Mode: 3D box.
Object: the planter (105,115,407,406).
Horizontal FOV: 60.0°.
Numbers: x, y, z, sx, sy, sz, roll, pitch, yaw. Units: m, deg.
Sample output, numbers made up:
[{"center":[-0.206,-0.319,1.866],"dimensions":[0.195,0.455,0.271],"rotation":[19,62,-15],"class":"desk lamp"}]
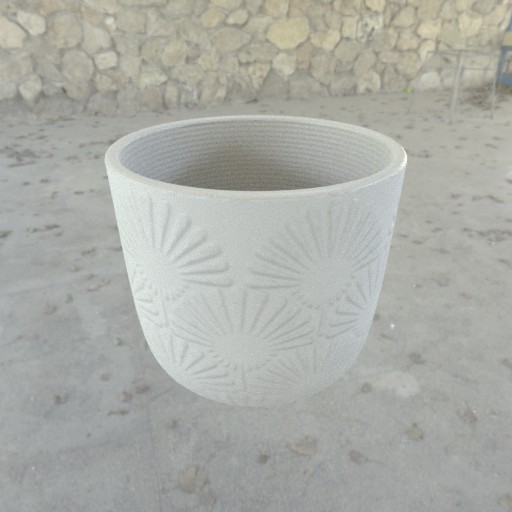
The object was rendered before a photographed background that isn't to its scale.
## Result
[{"center":[0.000,0.000,0.214],"dimensions":[0.124,0.109,0.124],"rotation":[0,29,0],"class":"planter"}]
